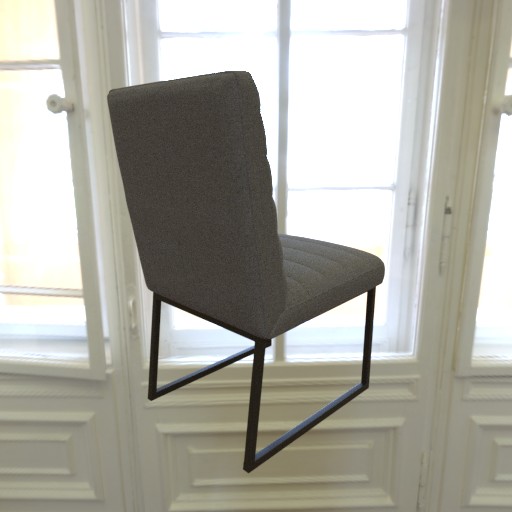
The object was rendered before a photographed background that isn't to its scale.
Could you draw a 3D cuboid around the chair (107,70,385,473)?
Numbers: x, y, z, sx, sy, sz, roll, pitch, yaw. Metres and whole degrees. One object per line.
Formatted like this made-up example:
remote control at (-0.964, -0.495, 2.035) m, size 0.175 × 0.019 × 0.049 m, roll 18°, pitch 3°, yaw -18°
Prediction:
chair at (0.000, 0.000, 1.308) m, size 0.634 × 0.930 × 0.520 m, roll -14°, pitch 20°, yaw -43°
